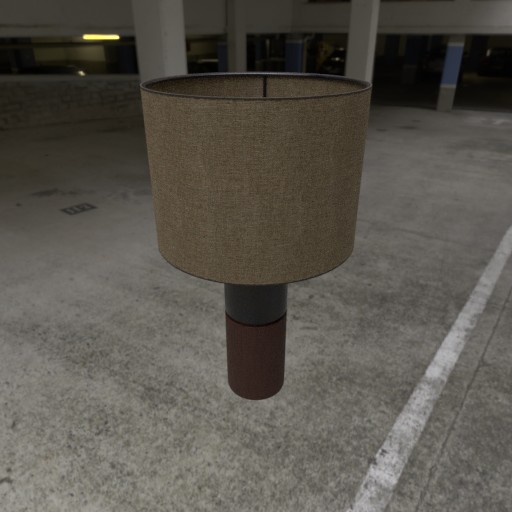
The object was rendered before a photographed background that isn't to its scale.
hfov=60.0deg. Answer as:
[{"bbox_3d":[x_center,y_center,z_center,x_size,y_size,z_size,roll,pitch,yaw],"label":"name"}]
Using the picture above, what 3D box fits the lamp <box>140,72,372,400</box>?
[{"bbox_3d":[0.000,0.000,0.476,0.202,0.350,0.202,0,27,0],"label":"lamp"}]
